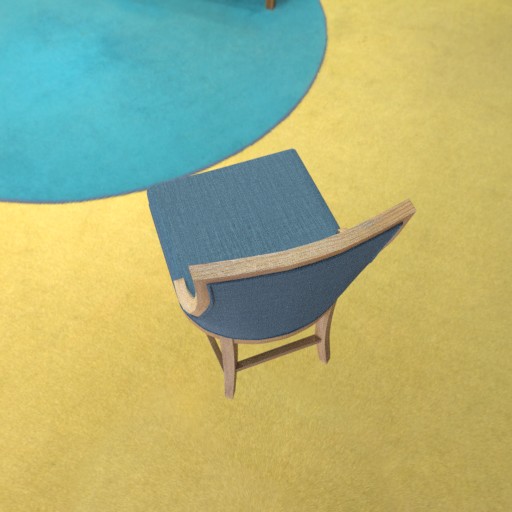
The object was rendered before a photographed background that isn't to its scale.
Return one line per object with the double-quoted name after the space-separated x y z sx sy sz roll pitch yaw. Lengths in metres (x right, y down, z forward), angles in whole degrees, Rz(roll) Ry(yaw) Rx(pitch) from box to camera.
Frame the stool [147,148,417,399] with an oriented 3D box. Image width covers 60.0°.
0.000 0.000 1.325 0.524 0.938 0.626 -17 60 -11 "stool"
